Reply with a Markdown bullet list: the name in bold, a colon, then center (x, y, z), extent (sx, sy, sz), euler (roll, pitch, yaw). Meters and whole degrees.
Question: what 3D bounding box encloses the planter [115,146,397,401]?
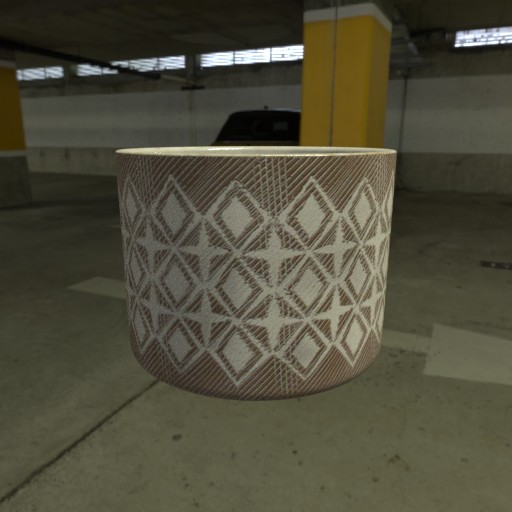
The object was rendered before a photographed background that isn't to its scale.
- **planter**: center (0.000, 0.000, 0.222), extent (0.126, 0.104, 0.126), euler (0, 15, 0)
